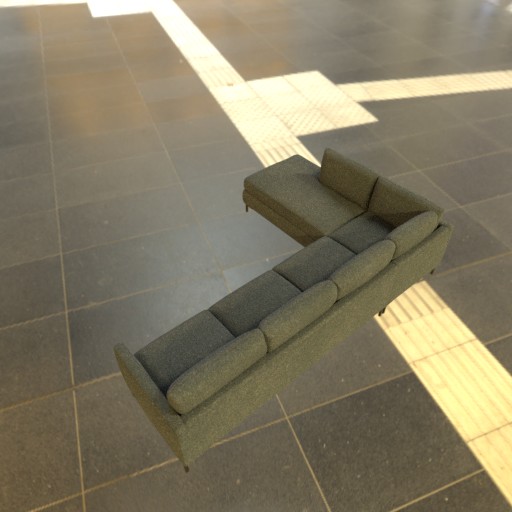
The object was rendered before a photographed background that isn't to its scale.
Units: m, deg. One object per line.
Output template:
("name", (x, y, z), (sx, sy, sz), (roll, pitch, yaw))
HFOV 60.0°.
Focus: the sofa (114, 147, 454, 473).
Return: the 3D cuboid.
("sofa", (0.000, 0.000, 3.896), (2.949, 0.815, 2.007), (-30, 51, -28))
